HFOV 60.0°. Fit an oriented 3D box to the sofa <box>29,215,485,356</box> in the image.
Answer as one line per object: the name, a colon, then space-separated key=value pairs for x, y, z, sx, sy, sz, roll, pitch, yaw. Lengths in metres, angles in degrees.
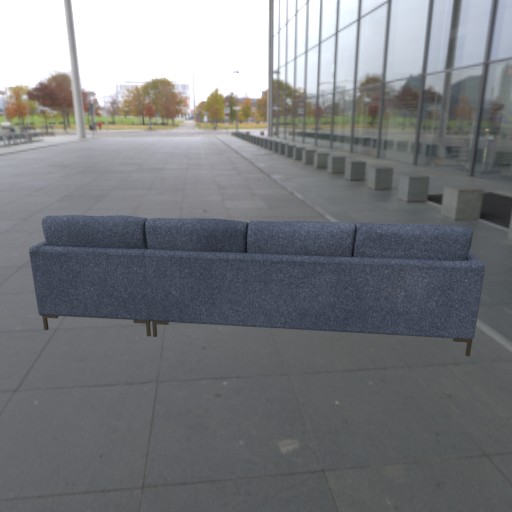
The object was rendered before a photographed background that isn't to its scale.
sofa: x=0.000 y=0.000 z=3.444 sx=2.932 sy=0.810 sz=1.350 roll=2 pitch=17 yaw=7
